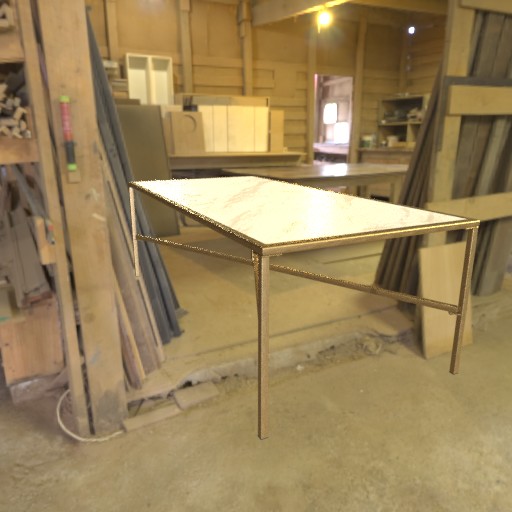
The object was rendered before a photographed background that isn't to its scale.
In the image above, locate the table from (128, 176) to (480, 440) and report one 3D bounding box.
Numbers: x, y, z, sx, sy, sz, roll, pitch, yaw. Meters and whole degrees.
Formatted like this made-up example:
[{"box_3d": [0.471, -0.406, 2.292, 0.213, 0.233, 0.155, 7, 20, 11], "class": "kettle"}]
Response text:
[{"box_3d": [0.000, 0.000, 1.484, 0.577, 0.405, 1.197, -8, 17, -26], "class": "table"}]
